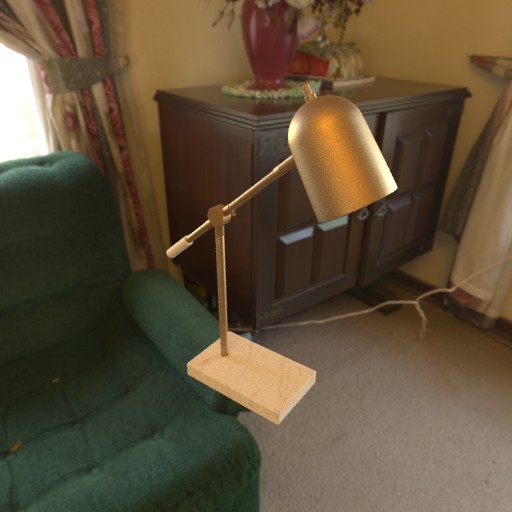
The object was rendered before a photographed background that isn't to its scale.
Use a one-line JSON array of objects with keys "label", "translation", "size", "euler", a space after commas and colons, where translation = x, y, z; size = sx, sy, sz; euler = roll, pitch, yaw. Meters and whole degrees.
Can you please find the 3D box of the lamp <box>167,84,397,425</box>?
[{"label": "lamp", "translation": [0.000, 0.000, 0.813], "size": [0.471, 0.603, 0.144], "euler": [19, 33, 32]}]
